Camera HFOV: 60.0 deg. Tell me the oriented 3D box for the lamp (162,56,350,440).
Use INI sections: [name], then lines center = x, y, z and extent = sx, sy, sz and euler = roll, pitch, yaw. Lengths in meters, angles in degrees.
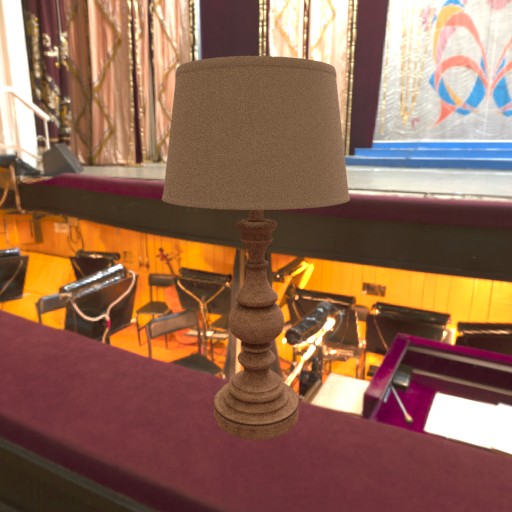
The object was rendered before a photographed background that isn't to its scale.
[lamp]
center = 0.000, 0.000, 0.844
extent = 0.340, 0.678, 0.340
euler = 0, 14, 0
